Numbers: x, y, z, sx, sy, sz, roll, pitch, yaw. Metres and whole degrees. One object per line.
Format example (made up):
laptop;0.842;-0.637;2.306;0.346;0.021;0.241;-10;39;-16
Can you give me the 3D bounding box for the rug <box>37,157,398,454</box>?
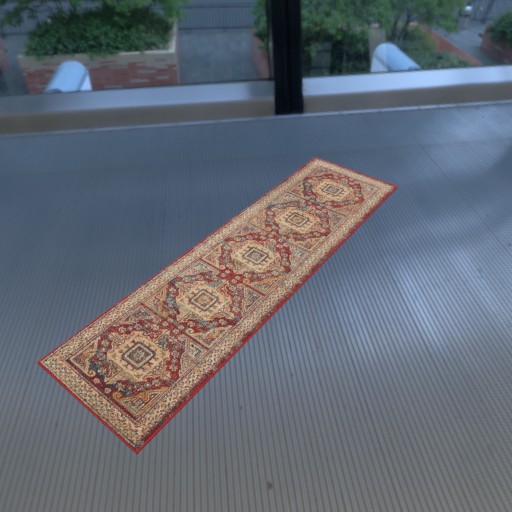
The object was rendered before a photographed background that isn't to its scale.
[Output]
rug;0.000;0.000;2.470;0.659;0.015;2.292;27;48;27
